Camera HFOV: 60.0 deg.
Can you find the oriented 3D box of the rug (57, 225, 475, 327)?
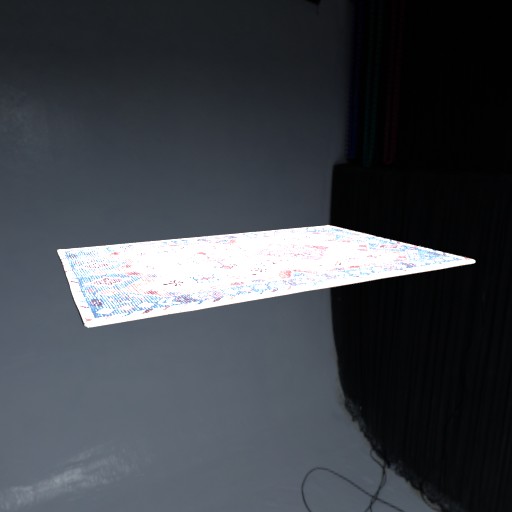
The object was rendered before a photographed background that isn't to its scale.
[{"bbox_3d":[0.000,0.000,2.314,1.840,0.015,1.225,-7,15,-27],"label":"rug"}]
